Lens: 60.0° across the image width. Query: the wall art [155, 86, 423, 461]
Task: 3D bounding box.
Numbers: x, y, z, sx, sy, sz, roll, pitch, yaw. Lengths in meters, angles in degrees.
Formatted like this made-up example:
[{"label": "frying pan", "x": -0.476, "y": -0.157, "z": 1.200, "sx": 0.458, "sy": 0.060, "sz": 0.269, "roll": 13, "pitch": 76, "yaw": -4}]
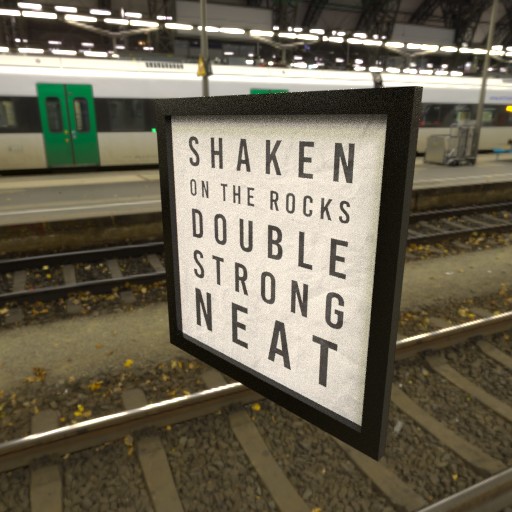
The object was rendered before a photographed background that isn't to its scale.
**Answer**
[{"label": "wall art", "x": 0.000, "y": 0.000, "z": 0.509, "sx": 0.349, "sy": 0.349, "sz": 0.014, "roll": 16, "pitch": 23, "yaw": 42}]
